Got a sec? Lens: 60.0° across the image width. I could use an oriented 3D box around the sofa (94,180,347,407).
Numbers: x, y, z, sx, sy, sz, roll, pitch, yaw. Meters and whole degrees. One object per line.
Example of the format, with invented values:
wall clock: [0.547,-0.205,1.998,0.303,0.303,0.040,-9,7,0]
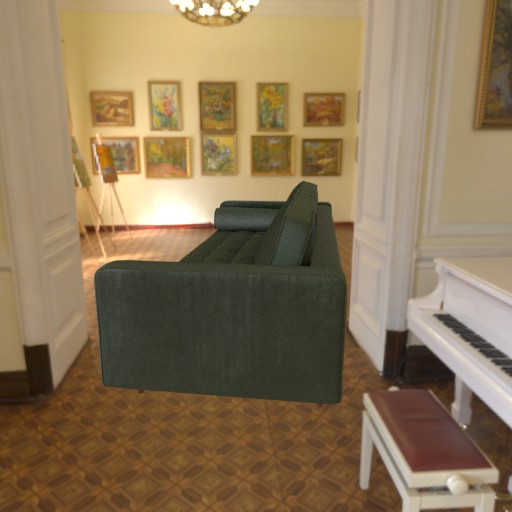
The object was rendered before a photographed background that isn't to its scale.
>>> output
sofa: [0.000,0.000,2.609,0.918,0.769,2.199,2,14,8]
